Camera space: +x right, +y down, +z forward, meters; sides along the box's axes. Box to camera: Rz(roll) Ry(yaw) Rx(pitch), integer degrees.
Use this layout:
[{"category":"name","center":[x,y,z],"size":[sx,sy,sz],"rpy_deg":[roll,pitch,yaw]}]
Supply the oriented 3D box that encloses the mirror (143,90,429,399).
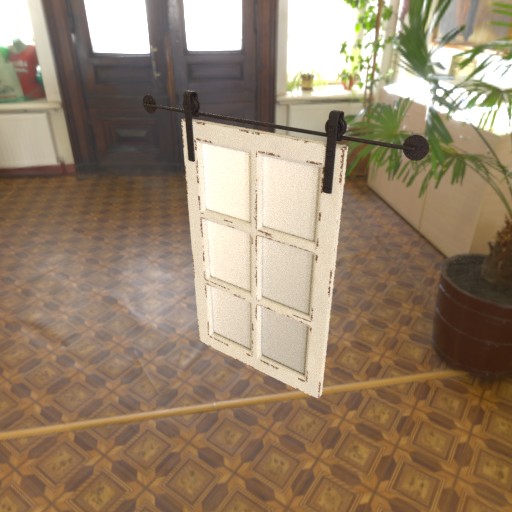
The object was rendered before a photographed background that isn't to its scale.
[{"category":"mirror","center":[0.000,0.000,1.250],"size":[0.808,0.844,0.037],"rpy_deg":[19,35,29]}]
